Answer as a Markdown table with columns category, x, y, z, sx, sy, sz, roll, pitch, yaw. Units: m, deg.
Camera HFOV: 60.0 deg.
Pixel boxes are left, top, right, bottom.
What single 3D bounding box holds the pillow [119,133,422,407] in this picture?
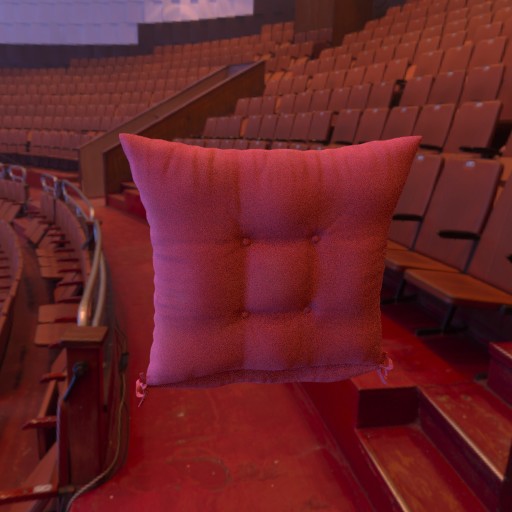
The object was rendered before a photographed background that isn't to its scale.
| category | x | y | z | sx | sy | sz | roll | pitch | yaw |
| --- | --- | --- | --- | --- | --- | --- | --- | --- | --- |
| pillow | 0.000 | 0.000 | 1.019 | 0.541 | 0.536 | 0.585 | -2 | 15 | -9 |
